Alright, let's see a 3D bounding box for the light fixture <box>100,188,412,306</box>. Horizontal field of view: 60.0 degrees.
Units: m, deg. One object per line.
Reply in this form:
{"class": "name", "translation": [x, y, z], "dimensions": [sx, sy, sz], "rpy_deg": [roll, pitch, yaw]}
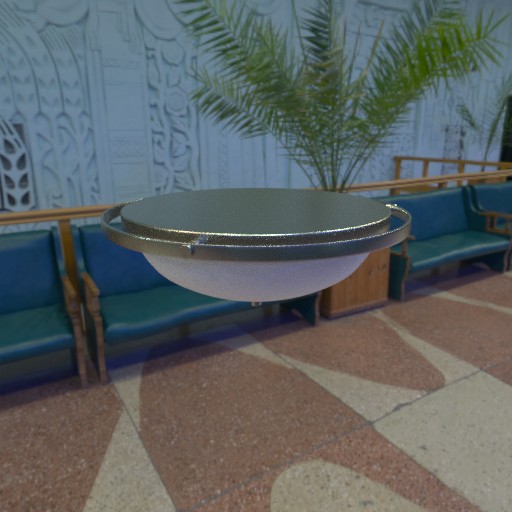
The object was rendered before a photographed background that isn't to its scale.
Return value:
{"class": "light fixture", "translation": [0.000, 0.000, 0.558], "dimensions": [0.361, 0.130, 0.361], "rpy_deg": [0, 16, 0]}
